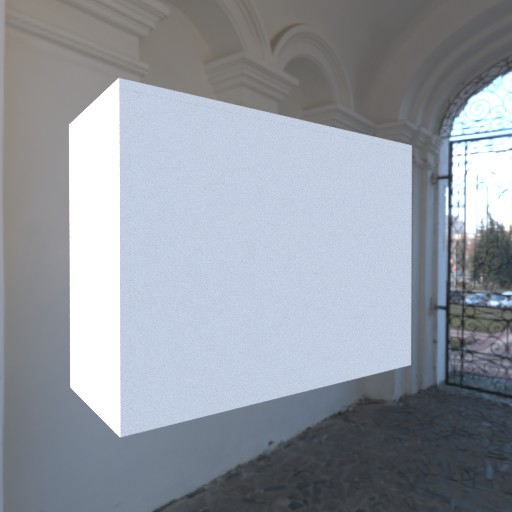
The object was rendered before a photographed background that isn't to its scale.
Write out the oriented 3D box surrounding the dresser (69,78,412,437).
[{"bbox_3d":[0.000,0.000,1.518,1.100,0.820,0.460,0,1,-36],"label":"dresser"}]
